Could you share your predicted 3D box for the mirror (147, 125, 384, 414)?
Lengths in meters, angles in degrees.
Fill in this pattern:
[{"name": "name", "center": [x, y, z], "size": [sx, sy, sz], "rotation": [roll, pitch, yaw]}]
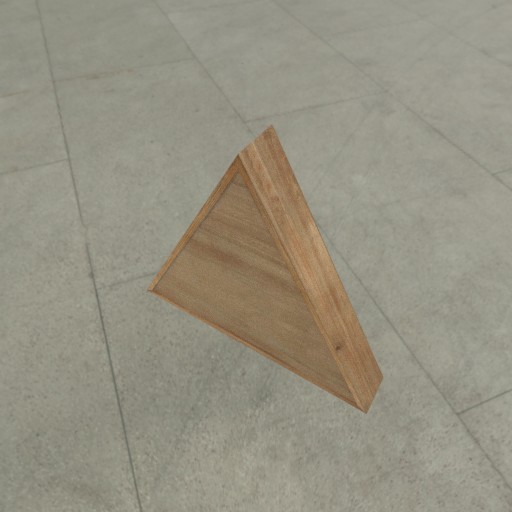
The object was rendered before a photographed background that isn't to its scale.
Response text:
[{"name": "mirror", "center": [0.000, 0.000, 0.899], "size": [0.631, 0.548, 0.100], "rotation": [25, 52, 21]}]
